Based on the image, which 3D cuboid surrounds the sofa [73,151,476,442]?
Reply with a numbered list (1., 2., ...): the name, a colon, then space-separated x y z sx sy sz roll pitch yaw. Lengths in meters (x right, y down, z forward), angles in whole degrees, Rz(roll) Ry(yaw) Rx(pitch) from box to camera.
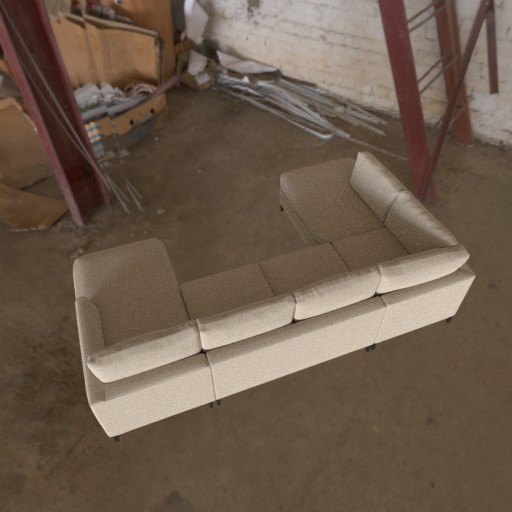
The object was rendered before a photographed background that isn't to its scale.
1. sofa: 0.000 0.000 3.821 2.984 0.862 1.989 -15 48 -14
